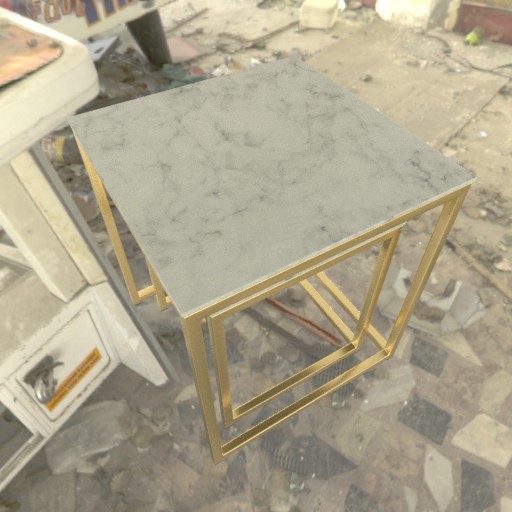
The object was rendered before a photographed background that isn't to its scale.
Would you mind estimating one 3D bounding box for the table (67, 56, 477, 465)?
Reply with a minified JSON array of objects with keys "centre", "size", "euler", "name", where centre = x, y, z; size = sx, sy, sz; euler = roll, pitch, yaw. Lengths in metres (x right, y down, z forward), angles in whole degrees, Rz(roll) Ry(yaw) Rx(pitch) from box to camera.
[{"centre":[0.000,0.000,0.854],"size":[0.450,0.500,0.450],"euler":[-24,52,-20],"name":"table"}]
